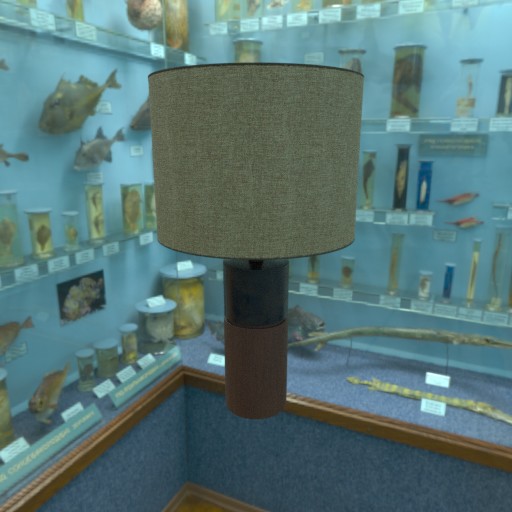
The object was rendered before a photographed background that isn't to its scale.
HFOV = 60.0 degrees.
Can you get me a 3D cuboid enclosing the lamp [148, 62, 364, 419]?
[{"bbox_3d":[0.000,0.000,0.470,0.202,0.350,0.202,0,15,0],"label":"lamp"}]
